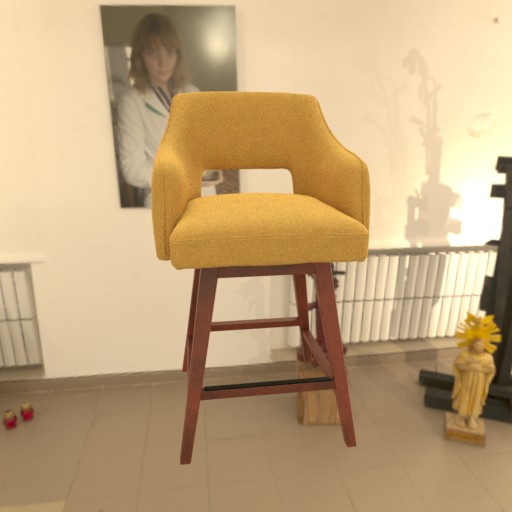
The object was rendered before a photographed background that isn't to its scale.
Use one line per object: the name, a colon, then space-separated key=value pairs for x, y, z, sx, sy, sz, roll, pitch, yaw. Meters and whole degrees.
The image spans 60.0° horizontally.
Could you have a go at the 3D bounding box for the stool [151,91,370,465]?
stool: x=0.000 y=0.000 z=1.272 sx=0.548 sy=0.924 sz=0.558 roll=-2 pitch=16 yaw=-8
